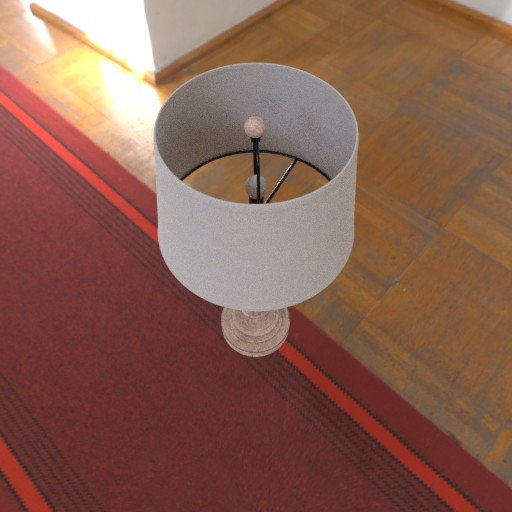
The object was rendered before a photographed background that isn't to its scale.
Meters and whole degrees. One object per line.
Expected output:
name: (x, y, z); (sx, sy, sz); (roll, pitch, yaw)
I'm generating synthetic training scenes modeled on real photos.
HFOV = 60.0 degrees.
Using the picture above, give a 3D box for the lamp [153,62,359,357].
lamp: (0.000, 0.000, 0.867); (0.340, 0.678, 0.340); (0, 58, 0)
